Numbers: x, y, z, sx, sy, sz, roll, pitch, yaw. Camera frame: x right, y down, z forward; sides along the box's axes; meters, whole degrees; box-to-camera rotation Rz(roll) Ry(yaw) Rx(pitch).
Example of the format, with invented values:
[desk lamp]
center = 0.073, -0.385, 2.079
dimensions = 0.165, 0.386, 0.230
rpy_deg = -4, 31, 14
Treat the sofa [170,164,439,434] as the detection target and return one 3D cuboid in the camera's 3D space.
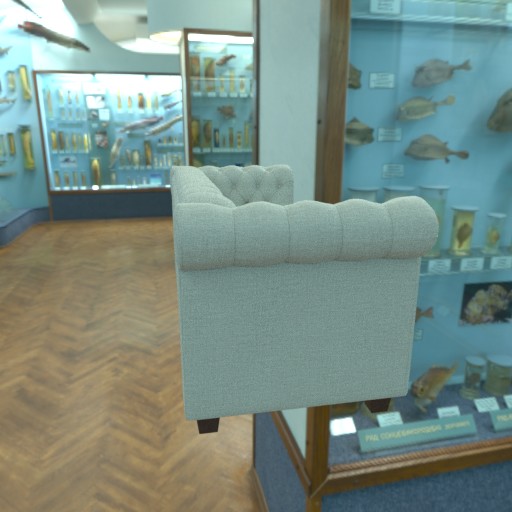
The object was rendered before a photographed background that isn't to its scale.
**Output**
[sofa]
center = 0.000, 0.000, 2.158
dimensions = 0.783, 0.797, 1.798
rpy_deg = -3, 15, -11
